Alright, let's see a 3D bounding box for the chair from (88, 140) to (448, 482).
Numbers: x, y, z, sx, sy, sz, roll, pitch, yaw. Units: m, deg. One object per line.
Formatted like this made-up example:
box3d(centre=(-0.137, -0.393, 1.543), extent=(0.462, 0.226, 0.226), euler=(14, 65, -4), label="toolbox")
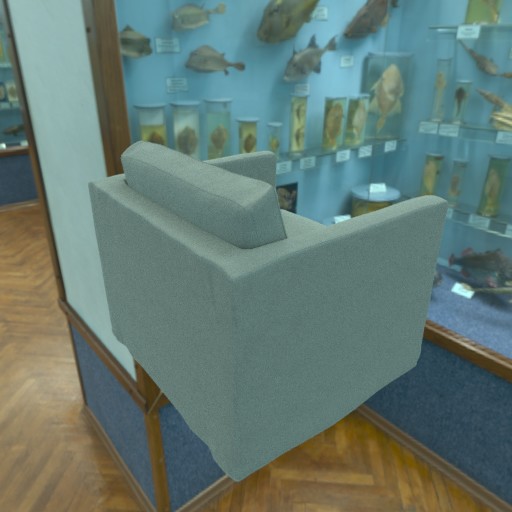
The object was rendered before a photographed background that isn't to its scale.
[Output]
box3d(centre=(0.000, 0.000, 1.762), extent=(0.949, 0.863, 1.057), euler=(-18, 31, -33), label="chair")
